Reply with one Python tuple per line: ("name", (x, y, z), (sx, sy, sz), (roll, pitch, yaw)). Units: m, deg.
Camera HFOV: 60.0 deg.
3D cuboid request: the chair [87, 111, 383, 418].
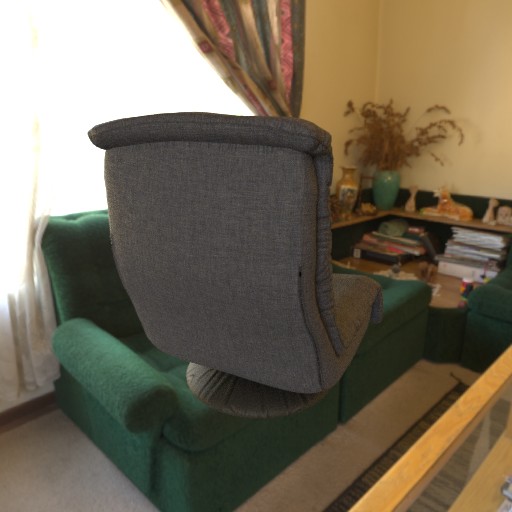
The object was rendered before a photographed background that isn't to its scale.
("chair", (0.000, 0.000, 1.227), (0.597, 0.749, 0.668), (9, 19, 27))
